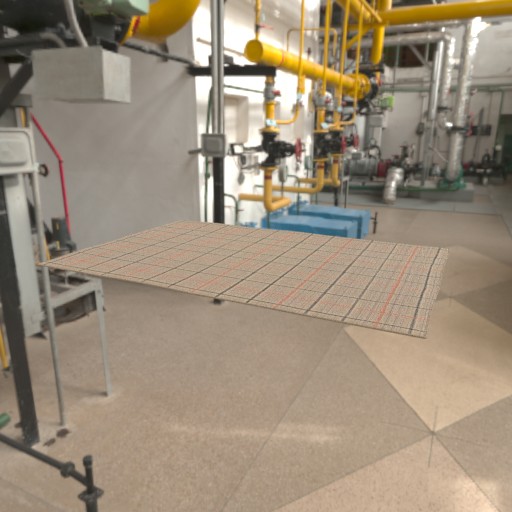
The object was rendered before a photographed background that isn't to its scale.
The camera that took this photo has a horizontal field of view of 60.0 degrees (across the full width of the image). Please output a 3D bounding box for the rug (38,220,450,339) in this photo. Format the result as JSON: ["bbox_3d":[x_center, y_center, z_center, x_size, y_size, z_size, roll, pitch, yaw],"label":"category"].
[{"bbox_3d":[0.000,0.000,2.348,1.829,0.013,1.220,8,18,25],"label":"rug"}]
